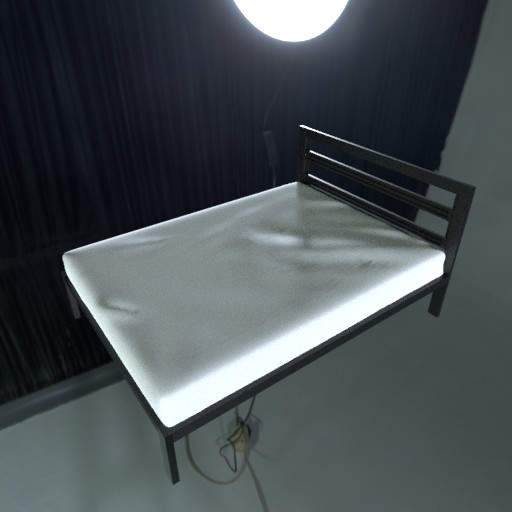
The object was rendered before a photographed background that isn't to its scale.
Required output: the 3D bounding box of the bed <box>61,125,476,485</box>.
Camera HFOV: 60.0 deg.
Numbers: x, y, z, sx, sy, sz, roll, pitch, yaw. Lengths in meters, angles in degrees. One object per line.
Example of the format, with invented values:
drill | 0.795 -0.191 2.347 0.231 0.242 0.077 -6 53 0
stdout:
bed | 0.000 0.000 2.829 2.062 0.967 1.524 -21 38 -30
